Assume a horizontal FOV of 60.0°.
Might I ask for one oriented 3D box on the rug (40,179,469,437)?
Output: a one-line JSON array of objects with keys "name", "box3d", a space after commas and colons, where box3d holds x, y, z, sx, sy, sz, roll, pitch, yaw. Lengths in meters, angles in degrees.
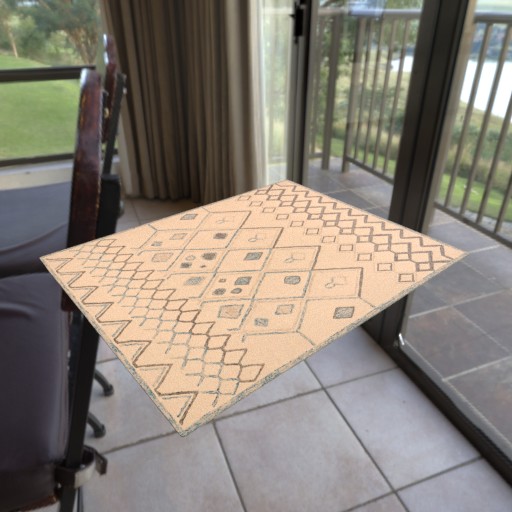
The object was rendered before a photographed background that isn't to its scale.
[{"name": "rug", "box3d": [0.000, 0.000, 4.017, 3.056, 0.013, 2.441, -23, 38, -33]}]
